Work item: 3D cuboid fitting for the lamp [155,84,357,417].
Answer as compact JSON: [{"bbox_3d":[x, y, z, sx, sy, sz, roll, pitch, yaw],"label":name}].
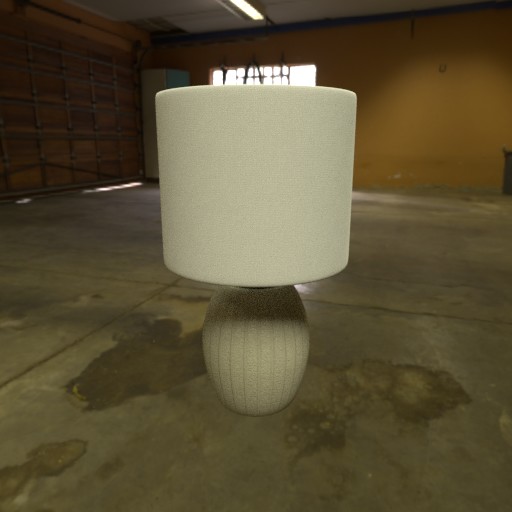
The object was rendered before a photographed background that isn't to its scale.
[{"bbox_3d":[0.000,0.000,0.806,0.329,0.570,0.329,-7,16,-26],"label":"lamp"}]
